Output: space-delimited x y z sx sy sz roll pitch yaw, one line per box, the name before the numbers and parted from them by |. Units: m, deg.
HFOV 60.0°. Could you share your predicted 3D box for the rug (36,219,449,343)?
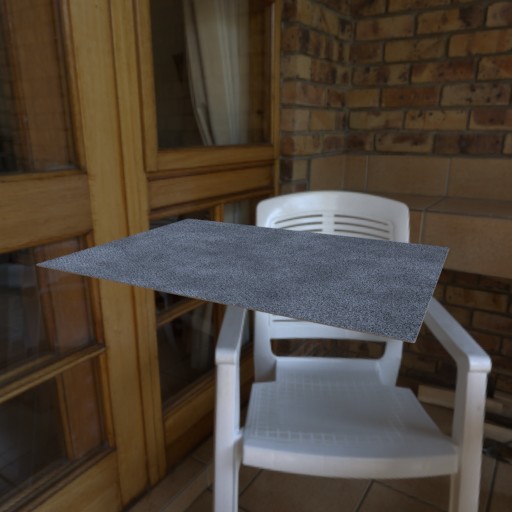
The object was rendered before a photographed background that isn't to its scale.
rug | 0.000 0.000 2.925 2.235 0.008 1.600 8 18 26
